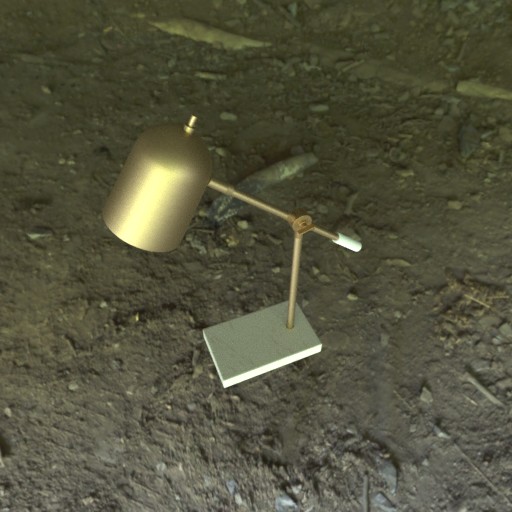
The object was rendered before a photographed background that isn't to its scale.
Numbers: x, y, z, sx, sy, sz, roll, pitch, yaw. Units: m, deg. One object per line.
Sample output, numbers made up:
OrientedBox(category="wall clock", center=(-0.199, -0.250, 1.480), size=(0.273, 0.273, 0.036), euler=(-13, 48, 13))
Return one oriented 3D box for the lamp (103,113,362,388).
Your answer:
OrientedBox(category="lamp", center=(0.000, 0.000, 0.818), size=(0.471, 0.603, 0.144), euler=(-17, 48, -16))
